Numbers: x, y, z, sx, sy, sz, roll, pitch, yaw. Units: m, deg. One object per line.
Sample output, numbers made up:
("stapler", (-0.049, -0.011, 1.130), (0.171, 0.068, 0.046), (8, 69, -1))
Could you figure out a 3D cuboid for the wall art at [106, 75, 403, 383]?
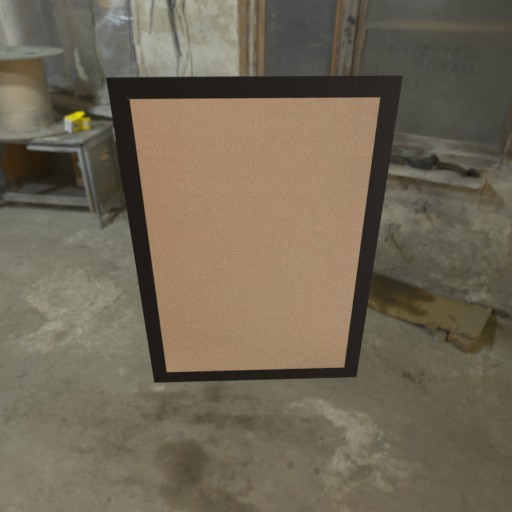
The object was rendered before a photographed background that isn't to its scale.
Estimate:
("wall art", (0.000, 0.000, 0.700), (0.379, 0.530, 0.008), (-1, 30, -2))
